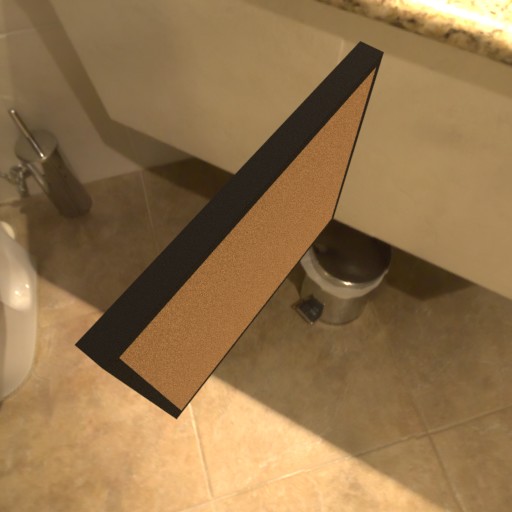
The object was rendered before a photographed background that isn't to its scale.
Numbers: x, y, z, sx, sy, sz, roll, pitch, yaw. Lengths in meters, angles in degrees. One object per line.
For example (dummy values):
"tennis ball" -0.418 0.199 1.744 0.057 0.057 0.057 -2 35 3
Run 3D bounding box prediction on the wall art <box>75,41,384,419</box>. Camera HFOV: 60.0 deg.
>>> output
"wall art" 0.000 0.000 0.529 0.028 0.325 0.397 34 69 15
